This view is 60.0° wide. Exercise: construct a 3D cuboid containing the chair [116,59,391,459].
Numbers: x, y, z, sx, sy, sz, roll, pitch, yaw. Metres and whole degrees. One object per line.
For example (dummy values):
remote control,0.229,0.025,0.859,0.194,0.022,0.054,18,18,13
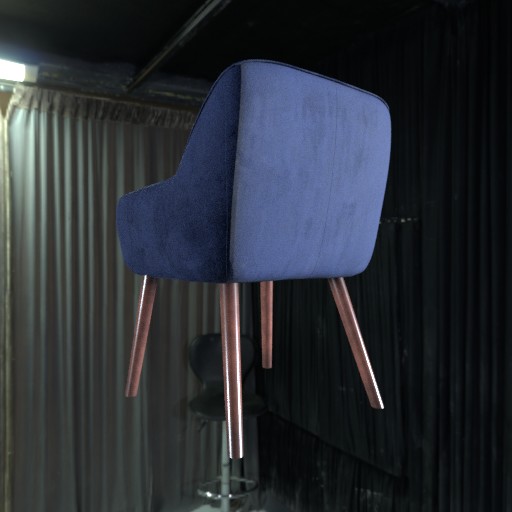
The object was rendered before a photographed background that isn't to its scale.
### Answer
chair,0.000,0.000,1.247,0.600,0.820,0.600,0,1,-38
